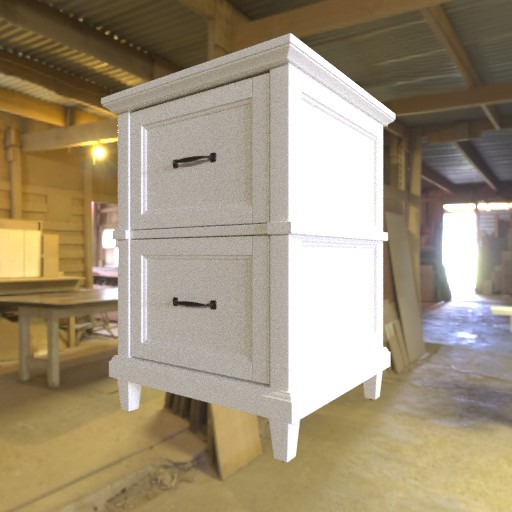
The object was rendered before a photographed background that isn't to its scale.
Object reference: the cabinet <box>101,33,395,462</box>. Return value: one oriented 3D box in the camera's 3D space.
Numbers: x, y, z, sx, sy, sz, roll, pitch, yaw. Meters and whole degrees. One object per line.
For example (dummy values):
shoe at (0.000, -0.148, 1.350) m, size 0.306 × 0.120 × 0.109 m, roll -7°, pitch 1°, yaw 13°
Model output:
cabinet at (0.000, 0.000, 1.149) m, size 0.544 × 0.775 × 0.547 m, roll 0°, pitch 0°, yaw 36°
